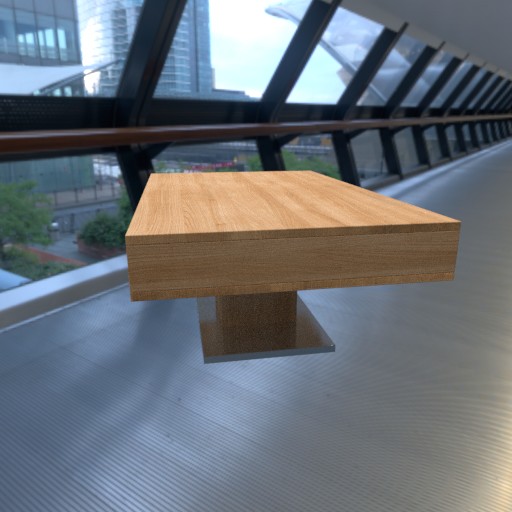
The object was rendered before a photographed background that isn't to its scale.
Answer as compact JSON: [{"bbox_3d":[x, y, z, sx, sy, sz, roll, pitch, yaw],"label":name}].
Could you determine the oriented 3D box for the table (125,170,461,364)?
[{"bbox_3d":[0.000,0.000,1.474,0.700,0.440,1.100,-3,17,-10],"label":"table"}]
